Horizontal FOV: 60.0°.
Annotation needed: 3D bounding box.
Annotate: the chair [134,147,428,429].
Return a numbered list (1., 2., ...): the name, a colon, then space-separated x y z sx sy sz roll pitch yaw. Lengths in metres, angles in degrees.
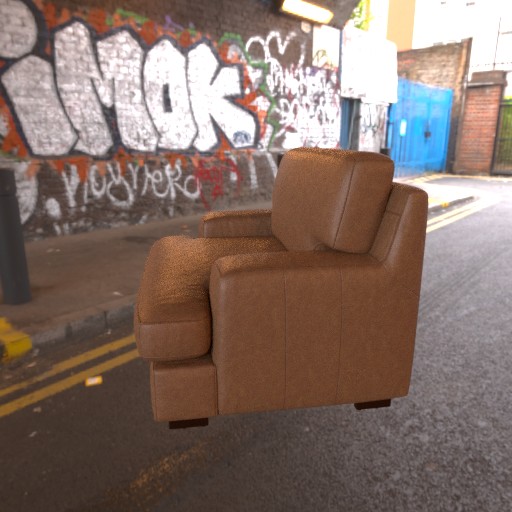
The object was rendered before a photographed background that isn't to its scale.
1. chair: 0.000 0.000 2.072 1.050 0.978 1.276 -2 15 -9
